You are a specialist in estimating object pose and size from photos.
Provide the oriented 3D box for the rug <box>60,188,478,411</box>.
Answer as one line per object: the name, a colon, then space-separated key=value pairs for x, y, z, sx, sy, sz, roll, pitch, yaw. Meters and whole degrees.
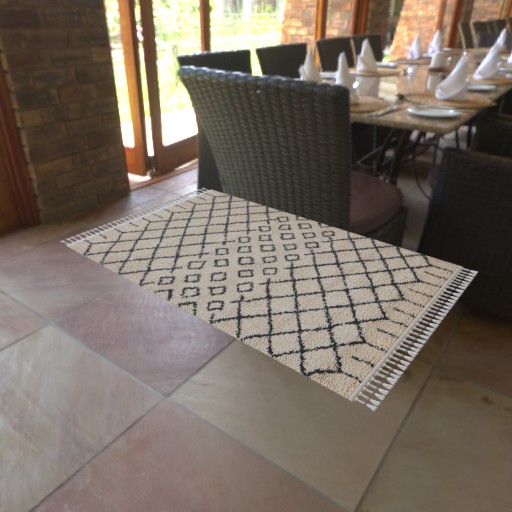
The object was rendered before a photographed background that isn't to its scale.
rug: x=0.000 y=0.000 z=2.451 sx=2.006 sy=0.008 sz=1.196 roll=21 pitch=35 yaw=34
